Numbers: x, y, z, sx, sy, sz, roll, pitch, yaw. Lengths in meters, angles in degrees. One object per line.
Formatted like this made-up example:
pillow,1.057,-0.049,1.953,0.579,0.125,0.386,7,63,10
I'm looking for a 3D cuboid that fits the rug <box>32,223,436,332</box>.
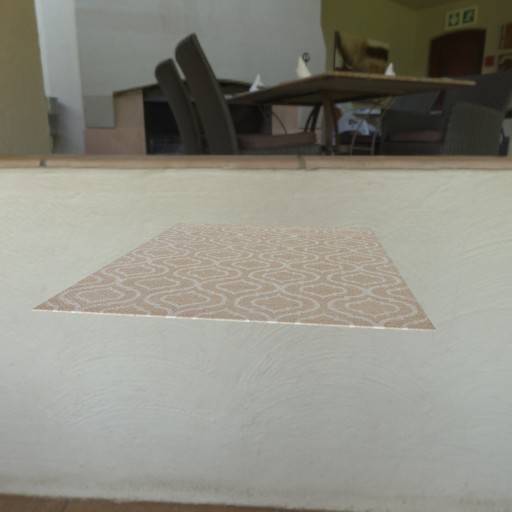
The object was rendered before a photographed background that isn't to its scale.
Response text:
rug,0.000,0.000,3.853,2.286,0.013,2.894,2,14,7
